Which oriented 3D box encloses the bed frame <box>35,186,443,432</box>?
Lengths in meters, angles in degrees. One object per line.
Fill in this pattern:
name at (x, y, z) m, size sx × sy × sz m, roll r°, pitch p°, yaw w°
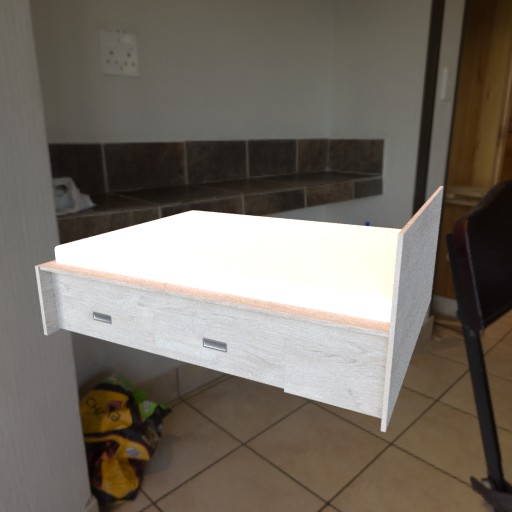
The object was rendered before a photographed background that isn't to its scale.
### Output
bed frame at (0.000, 0.000, 2.764) m, size 1.960 × 0.800 × 1.622 m, roll 8°, pitch 17°, yaw 26°
